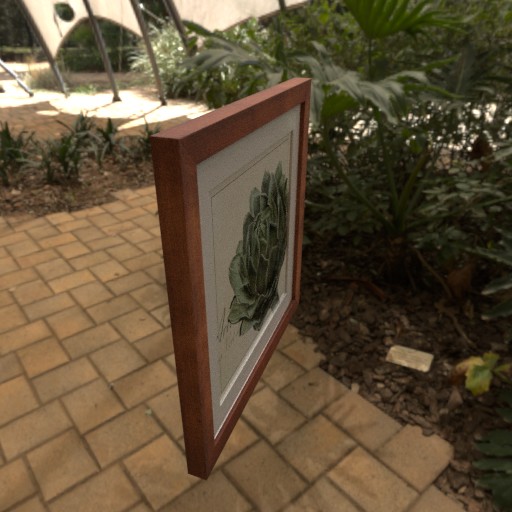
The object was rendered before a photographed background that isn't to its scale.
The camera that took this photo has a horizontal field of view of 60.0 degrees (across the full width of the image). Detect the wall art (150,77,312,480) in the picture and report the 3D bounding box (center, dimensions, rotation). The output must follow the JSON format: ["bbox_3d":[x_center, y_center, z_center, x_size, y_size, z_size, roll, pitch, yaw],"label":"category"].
[{"bbox_3d":[0.000,0.000,0.842,0.037,0.572,0.554,10,30,18],"label":"wall art"}]
